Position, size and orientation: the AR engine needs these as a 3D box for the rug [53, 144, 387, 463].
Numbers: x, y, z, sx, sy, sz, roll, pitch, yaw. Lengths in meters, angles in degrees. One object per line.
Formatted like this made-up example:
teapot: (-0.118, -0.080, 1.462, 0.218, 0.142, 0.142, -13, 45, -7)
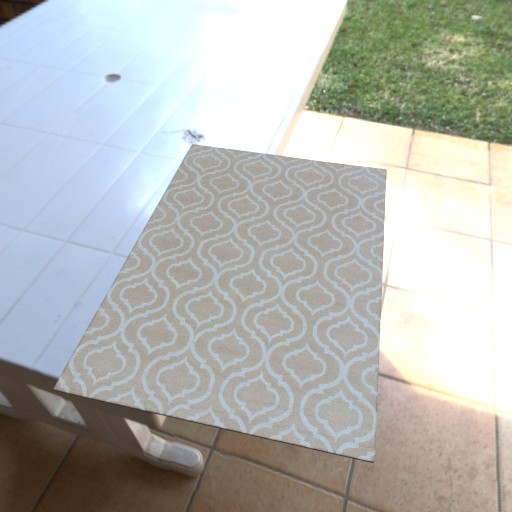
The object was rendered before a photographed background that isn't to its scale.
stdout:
rug: (0.000, 0.000, 2.718, 1.524, 0.010, 2.134, 9, 48, 9)
